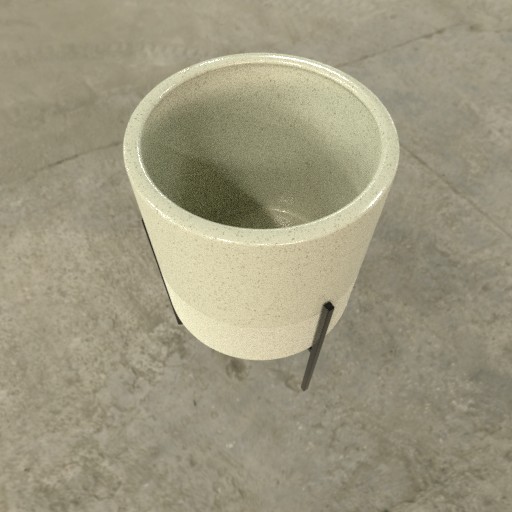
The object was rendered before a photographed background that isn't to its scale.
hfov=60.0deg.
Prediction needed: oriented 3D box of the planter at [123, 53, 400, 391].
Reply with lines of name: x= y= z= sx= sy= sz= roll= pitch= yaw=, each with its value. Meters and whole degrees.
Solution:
planter: x=0.000 y=0.000 z=0.541 sx=0.243 sy=0.390 sz=0.234 roll=-2 pitch=57 yaw=-1
